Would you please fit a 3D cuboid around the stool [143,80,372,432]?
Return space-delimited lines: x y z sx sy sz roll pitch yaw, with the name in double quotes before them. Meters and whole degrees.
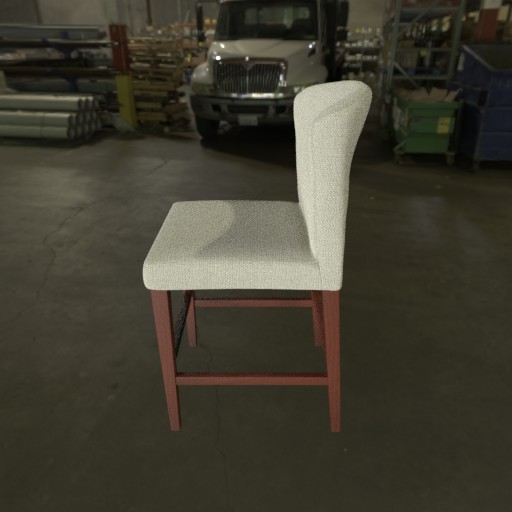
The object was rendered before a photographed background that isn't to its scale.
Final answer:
"stool" 0.000 0.000 1.324 0.568 0.969 0.481 0 26 0
